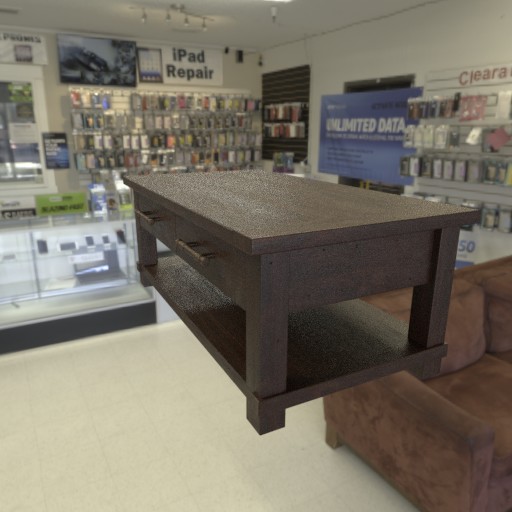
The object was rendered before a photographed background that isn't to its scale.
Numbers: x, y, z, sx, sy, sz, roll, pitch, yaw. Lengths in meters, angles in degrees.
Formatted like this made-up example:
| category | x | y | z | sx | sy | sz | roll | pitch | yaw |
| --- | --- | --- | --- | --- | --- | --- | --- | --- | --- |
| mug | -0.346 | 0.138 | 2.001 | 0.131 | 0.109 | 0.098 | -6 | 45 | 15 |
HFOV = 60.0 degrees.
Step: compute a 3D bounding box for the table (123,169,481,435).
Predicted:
| category | x | y | z | sx | sy | sz | roll | pitch | yaw |
| --- | --- | --- | --- | --- | --- | --- | --- | --- | --- |
| table | 0.000 | 0.000 | 1.629 | 0.700 | 0.494 | 1.270 | -8 | 18 | -26 |
